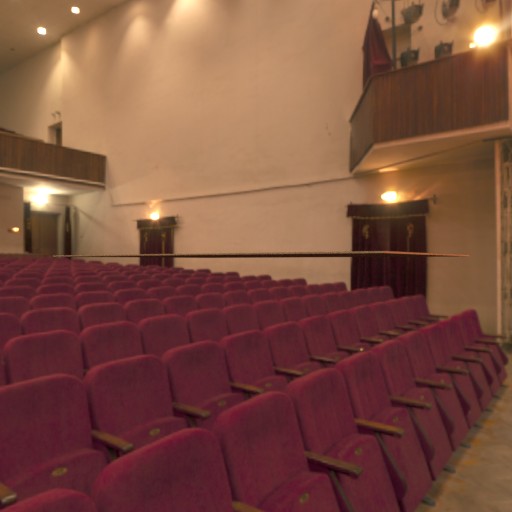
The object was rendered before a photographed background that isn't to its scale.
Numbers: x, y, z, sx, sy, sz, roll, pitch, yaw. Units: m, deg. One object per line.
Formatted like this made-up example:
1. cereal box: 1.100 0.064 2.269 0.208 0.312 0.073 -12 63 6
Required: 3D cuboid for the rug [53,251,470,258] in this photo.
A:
1. rug: 0.000 0.000 2.296 1.813 0.006 1.202 0 -1 37
